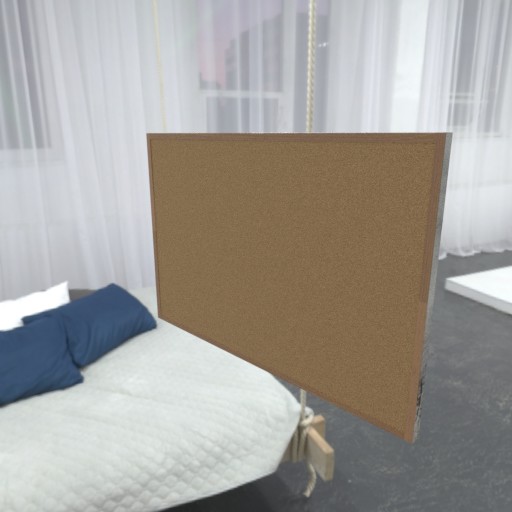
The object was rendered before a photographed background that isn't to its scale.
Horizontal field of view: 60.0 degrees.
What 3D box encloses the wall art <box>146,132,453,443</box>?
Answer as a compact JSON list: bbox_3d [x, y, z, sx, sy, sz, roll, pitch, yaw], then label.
[{"bbox_3d":[0.000,0.000,1.416,1.141,0.758,0.035,15,21,43],"label":"wall art"}]
